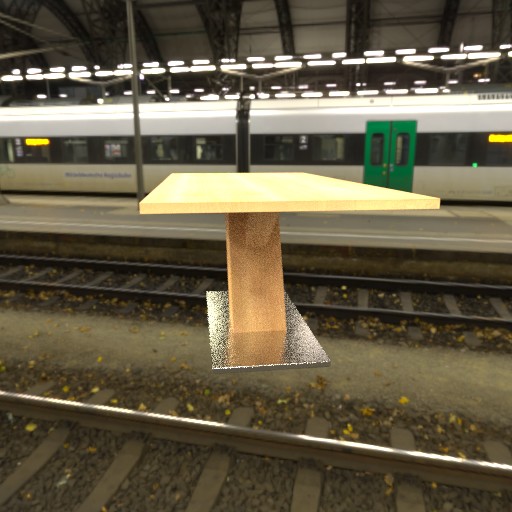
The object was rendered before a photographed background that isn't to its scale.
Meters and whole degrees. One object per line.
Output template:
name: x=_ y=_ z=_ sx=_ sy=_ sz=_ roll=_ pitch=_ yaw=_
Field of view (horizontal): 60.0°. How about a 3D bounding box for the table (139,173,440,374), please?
table: x=0.000 y=0.000 z=2.254 sx=0.900 sy=0.750 sz=1.800 roll=-2 pitch=13 yaw=-7
